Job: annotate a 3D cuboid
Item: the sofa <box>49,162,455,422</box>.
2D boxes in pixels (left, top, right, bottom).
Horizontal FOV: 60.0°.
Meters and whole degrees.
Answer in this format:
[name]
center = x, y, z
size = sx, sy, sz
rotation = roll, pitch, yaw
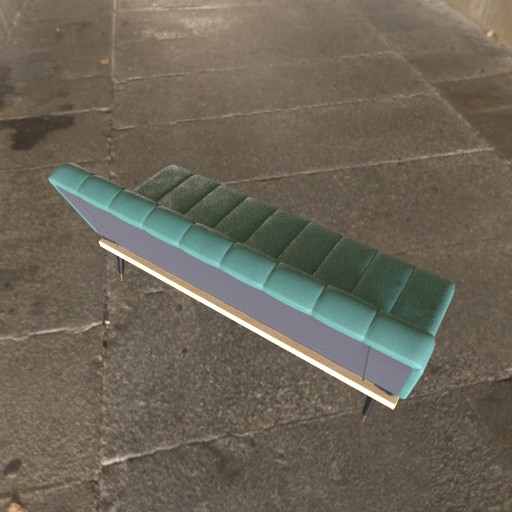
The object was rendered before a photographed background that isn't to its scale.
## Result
[sofa]
center = 0.000, 0.000, 2.235
size = 1.810, 0.820, 0.830
rotation = 26, 52, 22
